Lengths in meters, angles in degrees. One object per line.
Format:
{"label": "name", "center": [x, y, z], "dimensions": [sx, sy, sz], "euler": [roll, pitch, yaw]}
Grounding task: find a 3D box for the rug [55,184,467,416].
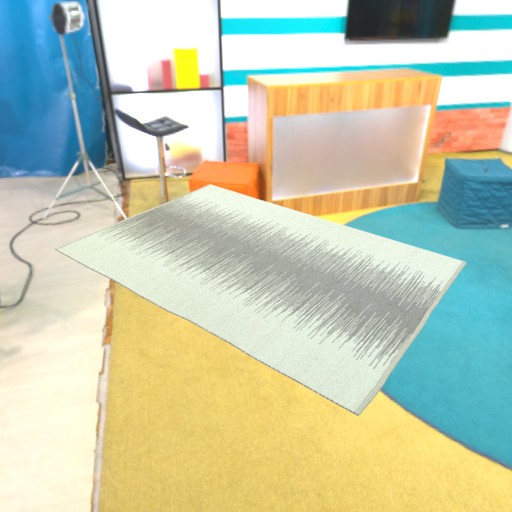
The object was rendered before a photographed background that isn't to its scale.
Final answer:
{"label": "rug", "center": [0.000, 0.000, 2.336], "dimensions": [1.815, 0.007, 1.226], "euler": [21, 36, 32]}
